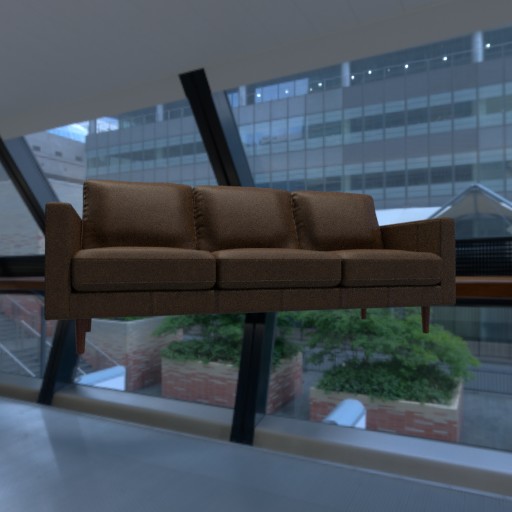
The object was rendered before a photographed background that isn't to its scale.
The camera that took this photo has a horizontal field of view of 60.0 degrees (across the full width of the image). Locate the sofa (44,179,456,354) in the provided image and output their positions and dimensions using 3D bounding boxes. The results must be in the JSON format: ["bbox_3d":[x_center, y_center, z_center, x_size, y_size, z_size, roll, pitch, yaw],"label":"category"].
[{"bbox_3d":[0.000,0.000,2.686,2.231,0.930,0.903,0,-1,-18],"label":"sofa"}]
